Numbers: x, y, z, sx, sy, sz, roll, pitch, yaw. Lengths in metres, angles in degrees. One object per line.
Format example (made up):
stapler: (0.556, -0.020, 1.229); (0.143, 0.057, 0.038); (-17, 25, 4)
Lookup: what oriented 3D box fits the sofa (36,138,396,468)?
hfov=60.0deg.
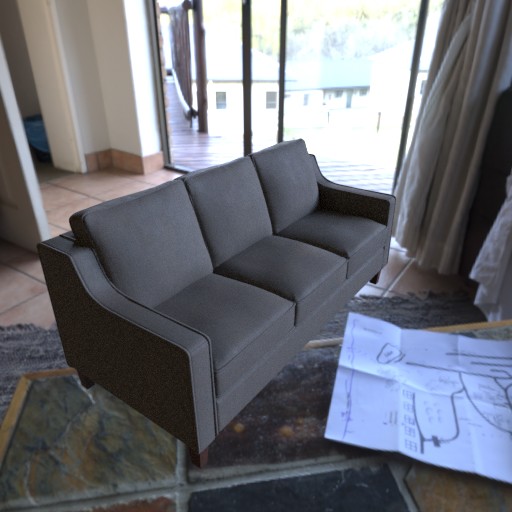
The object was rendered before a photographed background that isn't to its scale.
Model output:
sofa: (0.000, 0.000, 2.533); (0.911, 0.974, 1.986); (19, 33, 32)
